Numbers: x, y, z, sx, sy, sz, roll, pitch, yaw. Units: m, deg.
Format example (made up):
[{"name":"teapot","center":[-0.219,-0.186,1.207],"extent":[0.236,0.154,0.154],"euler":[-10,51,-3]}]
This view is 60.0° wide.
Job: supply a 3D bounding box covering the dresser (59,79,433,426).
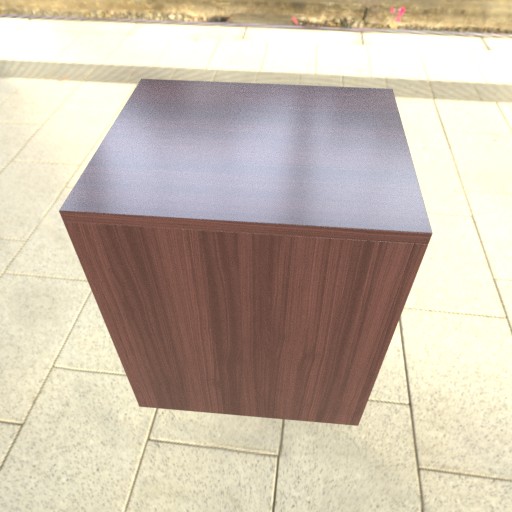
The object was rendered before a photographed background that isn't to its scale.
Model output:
[{"name":"dresser","center":[0.000,0.000,0.764],"extent":[0.400,0.470,0.360],"euler":[4,46,4]}]
